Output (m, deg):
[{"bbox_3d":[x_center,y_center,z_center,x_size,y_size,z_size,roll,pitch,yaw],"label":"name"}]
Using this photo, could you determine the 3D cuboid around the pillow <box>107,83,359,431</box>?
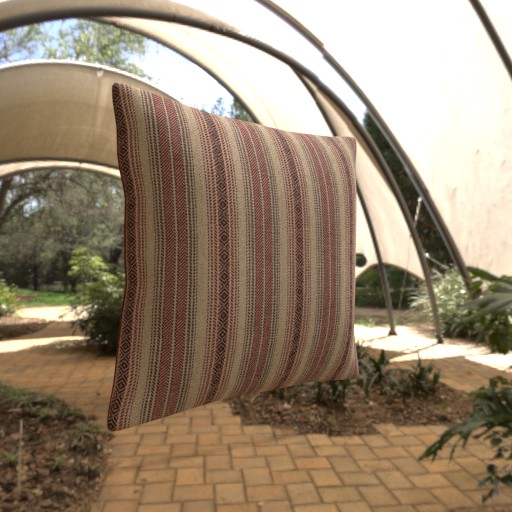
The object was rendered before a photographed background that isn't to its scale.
[{"bbox_3d":[0.000,0.000,0.773,0.513,0.497,0.166,1,-1,-35],"label":"pillow"}]
